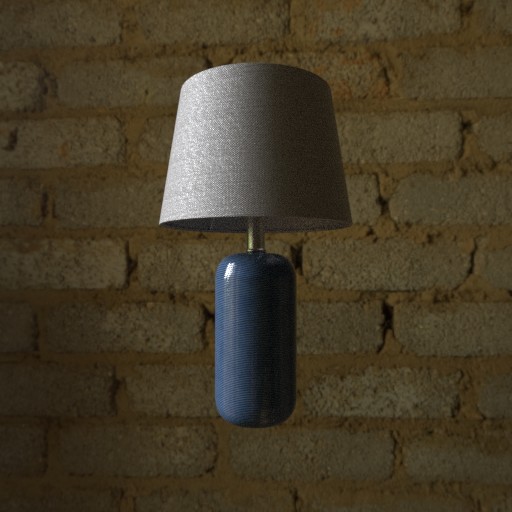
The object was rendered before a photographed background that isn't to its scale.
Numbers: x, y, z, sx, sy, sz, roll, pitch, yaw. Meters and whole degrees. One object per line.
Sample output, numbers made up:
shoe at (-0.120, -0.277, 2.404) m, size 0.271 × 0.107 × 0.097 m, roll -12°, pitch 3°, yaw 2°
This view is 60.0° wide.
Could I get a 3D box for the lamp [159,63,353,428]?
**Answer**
lamp at (0.000, 0.000, 0.590) m, size 0.253 × 0.428 × 0.253 m, roll 0°, pitch -1°, yaw 0°
